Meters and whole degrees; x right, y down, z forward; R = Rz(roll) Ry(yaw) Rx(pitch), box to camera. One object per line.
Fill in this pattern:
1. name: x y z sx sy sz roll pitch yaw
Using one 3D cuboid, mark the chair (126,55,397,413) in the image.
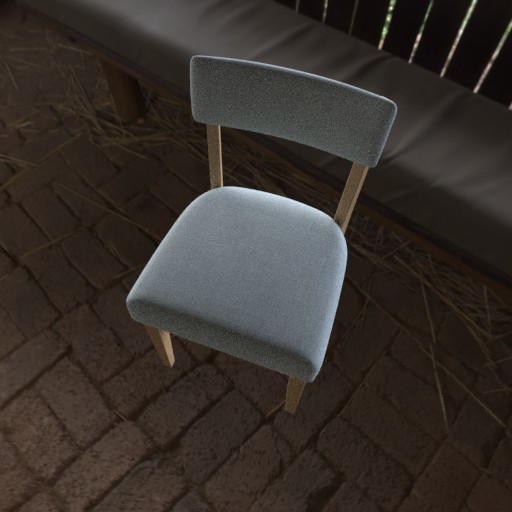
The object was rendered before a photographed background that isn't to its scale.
1. chair: 0.000 0.000 1.228 0.508 0.832 0.572 17 61 10
